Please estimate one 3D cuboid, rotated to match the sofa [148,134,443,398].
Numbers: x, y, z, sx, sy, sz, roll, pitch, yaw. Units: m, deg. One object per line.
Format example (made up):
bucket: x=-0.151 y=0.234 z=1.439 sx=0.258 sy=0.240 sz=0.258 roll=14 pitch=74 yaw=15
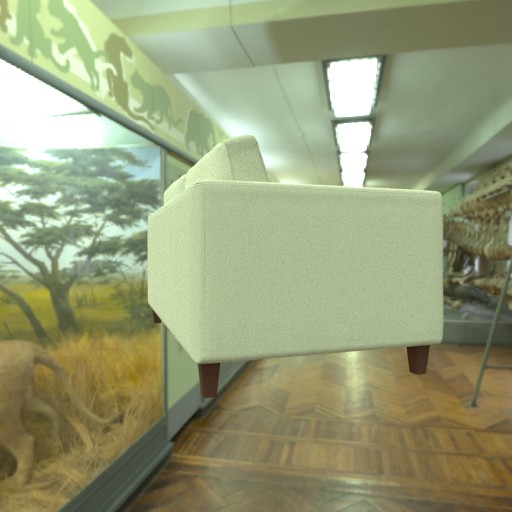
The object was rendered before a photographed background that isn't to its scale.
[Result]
sofa: x=0.000 y=0.000 z=2.286 sx=0.964 sy=0.888 sz=1.702 roll=0 pitch=1 yaw=-19
